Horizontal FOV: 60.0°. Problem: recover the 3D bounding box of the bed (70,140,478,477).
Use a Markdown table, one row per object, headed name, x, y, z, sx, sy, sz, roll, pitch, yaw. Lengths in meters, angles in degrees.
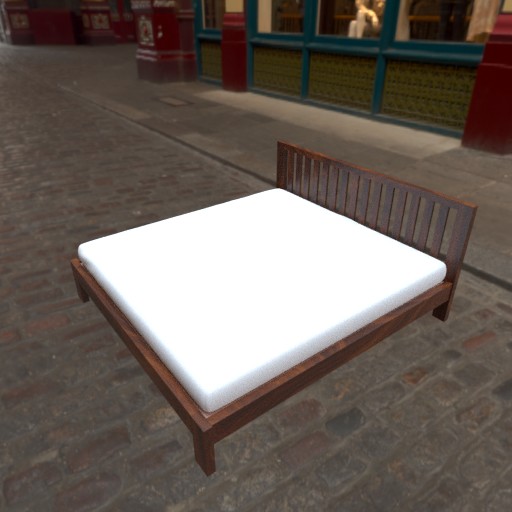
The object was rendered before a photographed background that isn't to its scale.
| name | x | y | z | sx | sy | sz | roll | pitch | yaw |
| --- | --- | --- | --- | --- | --- | --- | --- | --- | --- |
| bed | 0.000 | 0.000 | 3.109 | 2.030 | 0.890 | 1.905 | -21 | 36 | -32 |
